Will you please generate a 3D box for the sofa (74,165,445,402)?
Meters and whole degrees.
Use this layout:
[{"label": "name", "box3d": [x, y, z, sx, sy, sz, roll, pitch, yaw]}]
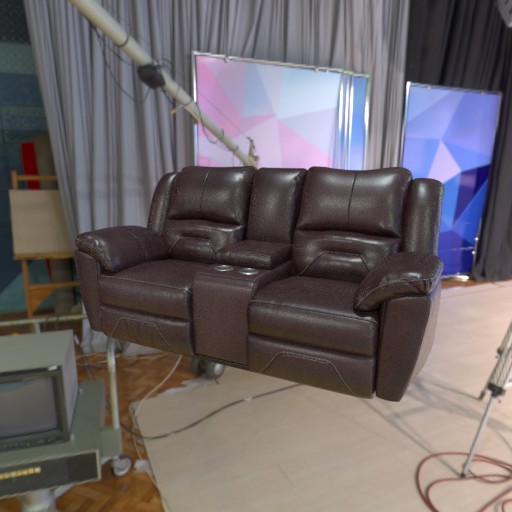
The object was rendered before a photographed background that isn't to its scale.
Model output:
[{"label": "sofa", "box3d": [0.000, 0.000, 2.643, 2.058, 1.043, 0.991, 6, 15, 26]}]
